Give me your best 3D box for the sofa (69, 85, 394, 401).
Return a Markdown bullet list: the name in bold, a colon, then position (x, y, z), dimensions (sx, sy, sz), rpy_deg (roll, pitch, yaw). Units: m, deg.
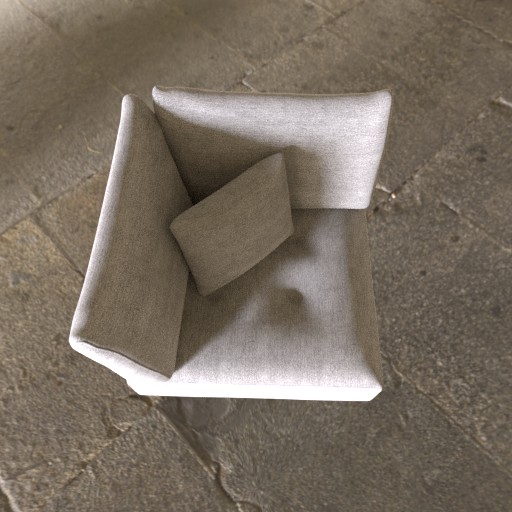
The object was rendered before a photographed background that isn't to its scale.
- **sofa**: position (0.000, 0.000, 1.736), dimensions (1.000, 0.820, 1.000), rpy_deg (1, 62, 1)
